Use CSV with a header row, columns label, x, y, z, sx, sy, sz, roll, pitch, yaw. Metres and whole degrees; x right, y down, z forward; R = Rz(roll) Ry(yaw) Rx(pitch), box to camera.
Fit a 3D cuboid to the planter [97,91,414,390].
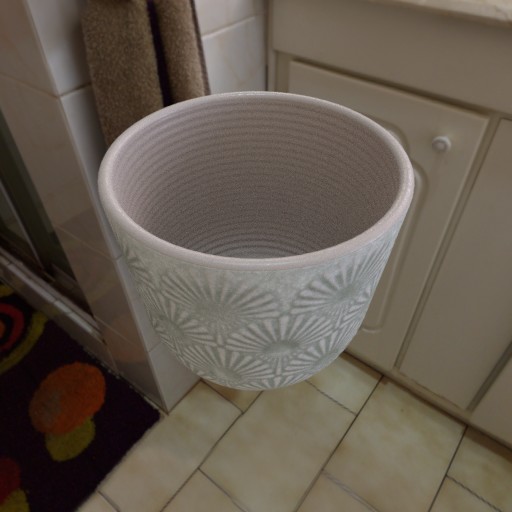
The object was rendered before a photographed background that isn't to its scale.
label,x,y,z,sx,sy,sz,roll,pitch,yaw
planter,0.000,0.000,0.296,0.170,0.152,0.170,0,44,0
